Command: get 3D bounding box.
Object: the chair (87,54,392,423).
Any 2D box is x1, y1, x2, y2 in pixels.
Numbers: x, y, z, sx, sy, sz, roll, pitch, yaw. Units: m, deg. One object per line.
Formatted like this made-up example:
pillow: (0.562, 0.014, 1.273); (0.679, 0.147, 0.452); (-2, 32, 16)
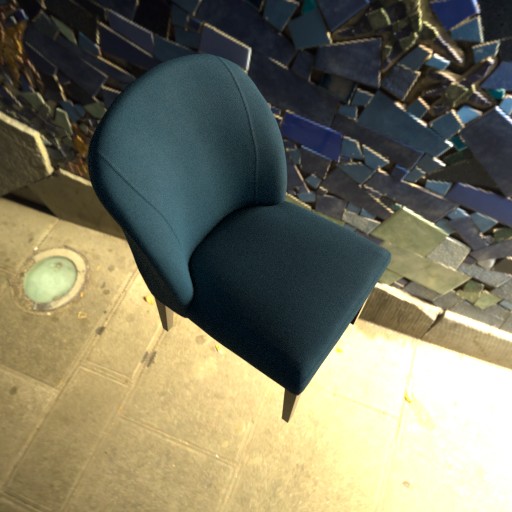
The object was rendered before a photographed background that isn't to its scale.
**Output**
chair: (0.000, 0.000, 1.226); (0.620, 0.879, 0.507); (32, 63, 19)
